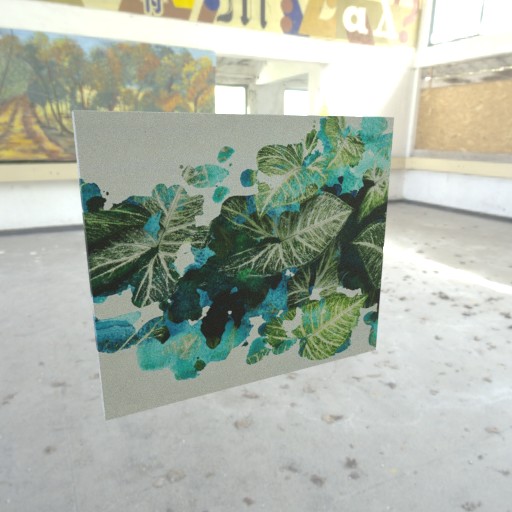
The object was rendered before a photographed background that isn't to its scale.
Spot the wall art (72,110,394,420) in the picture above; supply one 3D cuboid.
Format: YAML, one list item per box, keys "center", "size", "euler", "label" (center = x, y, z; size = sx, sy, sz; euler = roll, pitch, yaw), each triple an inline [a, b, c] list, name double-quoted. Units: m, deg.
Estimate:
- center: [0.000, 0.000, 1.002]
  size: [0.711, 0.610, 0.043]
  euler: [-7, 17, -25]
  label: "wall art"
